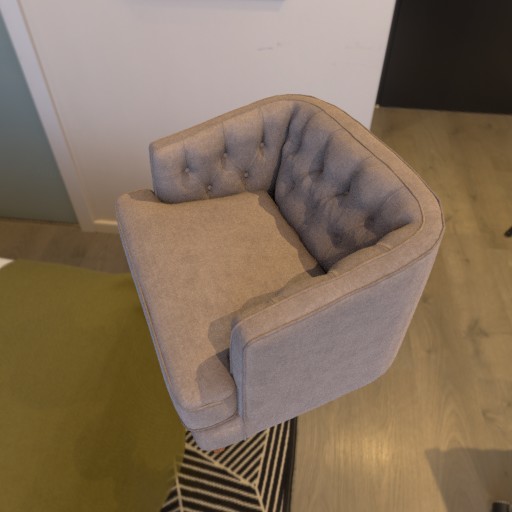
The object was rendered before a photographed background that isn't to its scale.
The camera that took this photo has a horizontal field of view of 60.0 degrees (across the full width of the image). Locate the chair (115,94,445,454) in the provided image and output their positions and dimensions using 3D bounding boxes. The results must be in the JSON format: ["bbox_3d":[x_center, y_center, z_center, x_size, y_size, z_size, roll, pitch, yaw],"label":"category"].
[{"bbox_3d":[0.000,0.000,1.742,0.941,0.852,1.104,-17,47,-16],"label":"chair"}]
